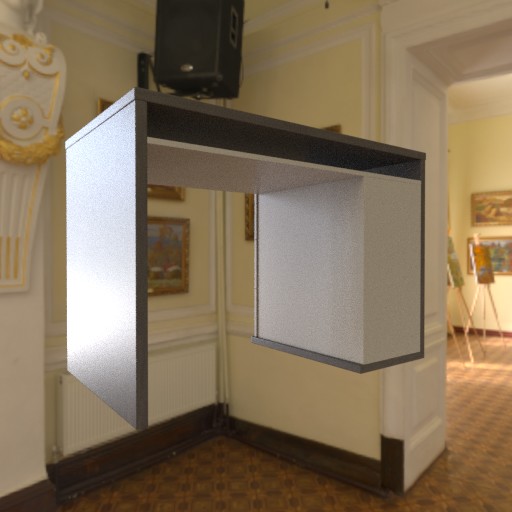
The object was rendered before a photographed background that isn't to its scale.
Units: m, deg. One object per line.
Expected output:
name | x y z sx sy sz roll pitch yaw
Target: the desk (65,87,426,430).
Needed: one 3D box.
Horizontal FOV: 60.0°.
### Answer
desk | 0.000 0.000 1.534 1.100 0.750 0.600 -1 1 -37
